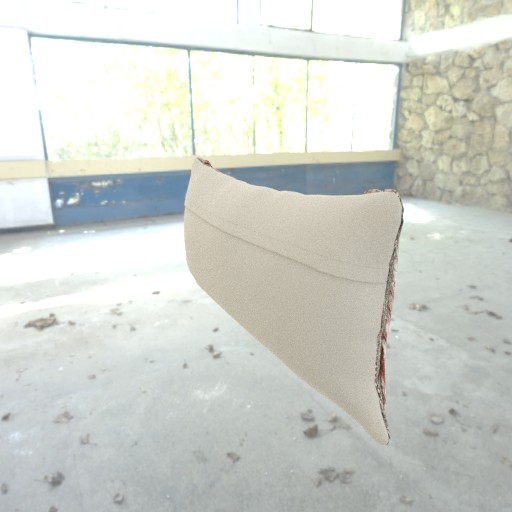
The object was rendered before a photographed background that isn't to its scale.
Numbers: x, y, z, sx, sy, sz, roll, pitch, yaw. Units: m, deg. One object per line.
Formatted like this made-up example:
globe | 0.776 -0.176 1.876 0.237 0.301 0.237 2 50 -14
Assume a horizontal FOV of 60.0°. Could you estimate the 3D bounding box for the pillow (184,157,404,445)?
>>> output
pillow | 0.000 0.000 0.718 0.139 0.282 0.635 -8 18 -25
